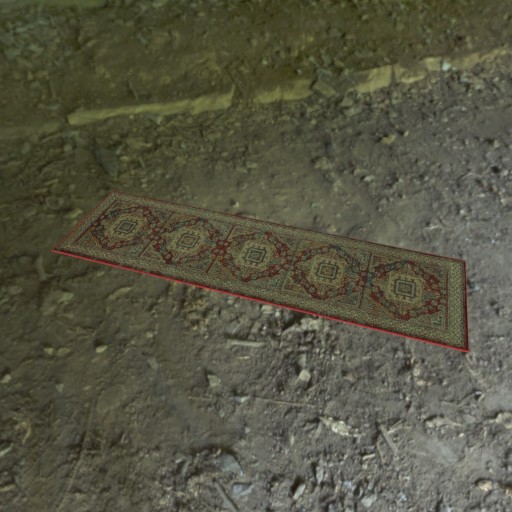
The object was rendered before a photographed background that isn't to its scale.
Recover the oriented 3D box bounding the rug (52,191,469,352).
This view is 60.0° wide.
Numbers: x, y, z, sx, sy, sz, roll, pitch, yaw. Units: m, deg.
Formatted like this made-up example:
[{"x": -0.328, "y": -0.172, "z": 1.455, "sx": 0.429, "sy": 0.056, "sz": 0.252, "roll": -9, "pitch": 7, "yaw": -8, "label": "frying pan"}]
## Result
[{"x": 0.000, "y": 0.000, "z": 2.552, "sx": 2.292, "sy": 0.015, "sz": 0.659, "roll": 12, "pitch": 43, "yaw": 13, "label": "rug"}]
